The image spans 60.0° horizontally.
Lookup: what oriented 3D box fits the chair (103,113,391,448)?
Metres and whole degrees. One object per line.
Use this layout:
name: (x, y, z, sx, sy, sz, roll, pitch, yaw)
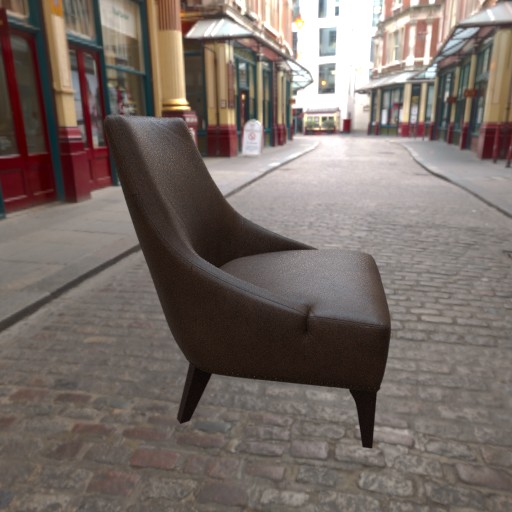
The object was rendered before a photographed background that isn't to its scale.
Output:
chair: (0.000, 0.000, 1.498, 0.861, 0.909, 0.701, 3, 16, 10)
